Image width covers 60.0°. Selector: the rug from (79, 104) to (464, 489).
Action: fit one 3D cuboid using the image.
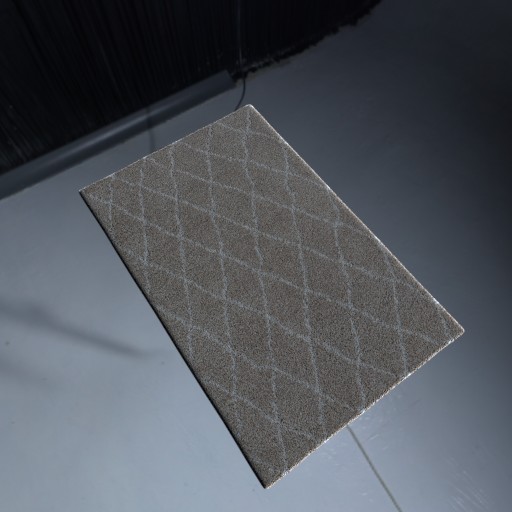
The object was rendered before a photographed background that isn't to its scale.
[{"bbox_3d":[0.000,0.000,3.486,1.778,0.030,2.743,-32,67,-15],"label":"rug"}]
